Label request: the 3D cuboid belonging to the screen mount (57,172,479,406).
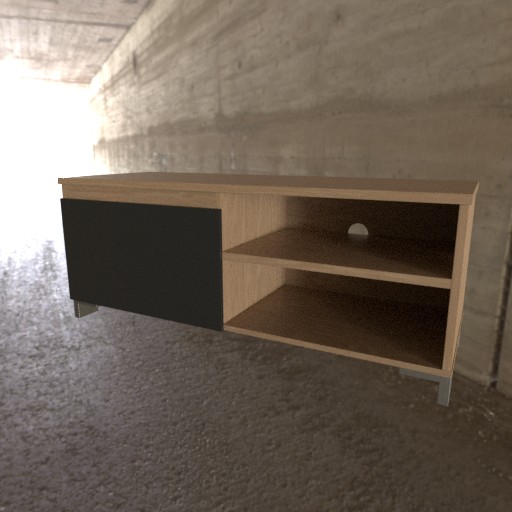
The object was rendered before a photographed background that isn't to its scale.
[{"bbox_3d":[0.000,0.000,1.259,1.084,0.432,0.406,7,15,27],"label":"screen mount"}]
